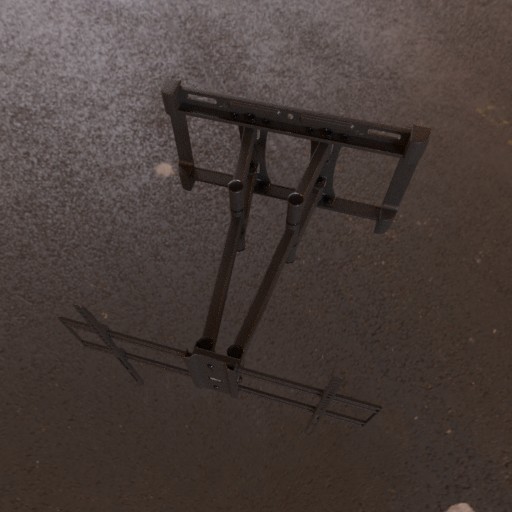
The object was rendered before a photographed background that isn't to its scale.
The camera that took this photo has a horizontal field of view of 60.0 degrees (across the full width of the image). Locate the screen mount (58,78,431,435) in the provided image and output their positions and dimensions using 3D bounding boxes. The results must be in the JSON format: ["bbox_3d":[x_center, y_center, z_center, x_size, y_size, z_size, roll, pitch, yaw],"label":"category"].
[{"bbox_3d":[0.000,0.000,1.079,0.661,0.491,0.644,14,60,8],"label":"screen mount"}]
